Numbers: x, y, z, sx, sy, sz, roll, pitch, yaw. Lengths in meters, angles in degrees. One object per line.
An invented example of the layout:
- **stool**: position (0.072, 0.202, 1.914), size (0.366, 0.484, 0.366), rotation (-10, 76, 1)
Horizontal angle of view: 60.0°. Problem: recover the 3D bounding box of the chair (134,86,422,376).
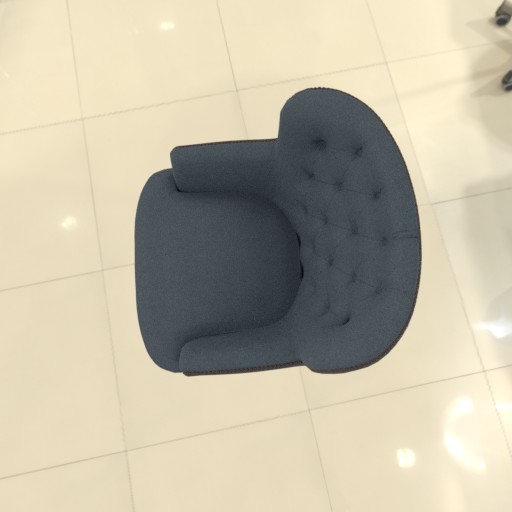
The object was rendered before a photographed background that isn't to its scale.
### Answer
- **chair**: position (0.000, 0.000, 1.621), size (0.906, 0.868, 0.848), rotation (-5, 77, -1)
